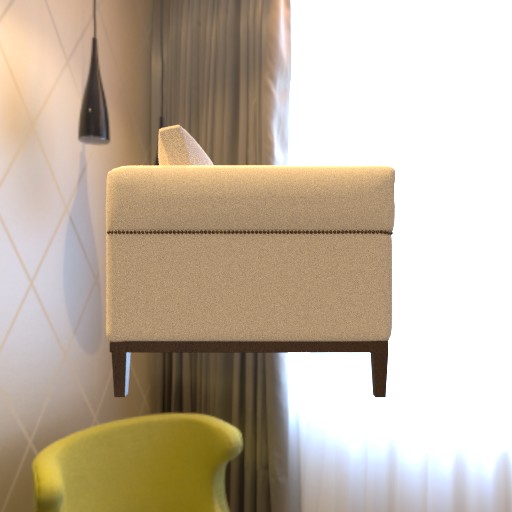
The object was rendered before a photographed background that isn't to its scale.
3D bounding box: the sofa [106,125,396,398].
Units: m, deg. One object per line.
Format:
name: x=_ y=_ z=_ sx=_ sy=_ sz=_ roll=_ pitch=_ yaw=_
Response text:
sofa: x=0.000 y=0.000 z=2.116 sx=0.905 sy=0.873 sz=1.598 roll=0 pitch=0 yaw=0
